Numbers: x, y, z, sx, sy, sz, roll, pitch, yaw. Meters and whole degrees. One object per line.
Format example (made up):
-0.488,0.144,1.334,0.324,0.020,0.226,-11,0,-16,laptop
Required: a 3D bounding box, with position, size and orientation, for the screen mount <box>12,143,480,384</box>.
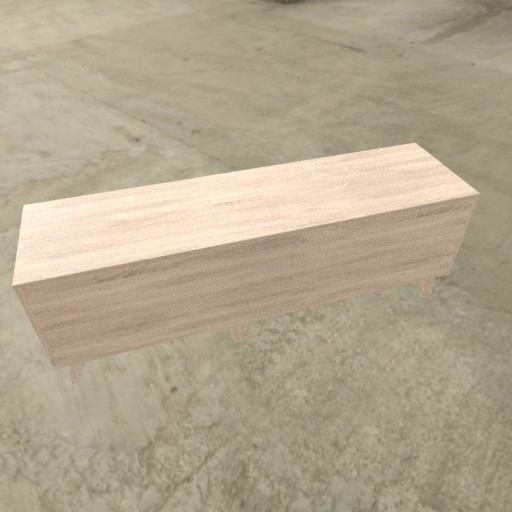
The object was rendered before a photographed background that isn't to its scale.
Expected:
0.000,0.000,1.672,1.500,0.510,0.400,-12,42,-13,screen mount
